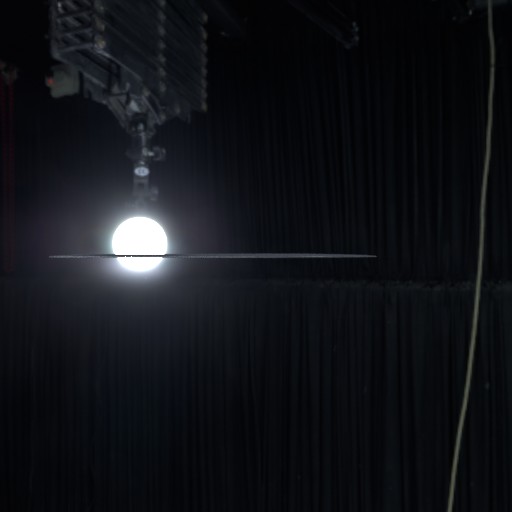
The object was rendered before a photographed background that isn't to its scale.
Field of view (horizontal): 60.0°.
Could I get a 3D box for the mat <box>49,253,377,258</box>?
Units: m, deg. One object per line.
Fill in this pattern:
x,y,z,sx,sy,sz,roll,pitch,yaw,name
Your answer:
0.000,0.000,1.908,0.918,0.013,1.524,0,0,20,mat
